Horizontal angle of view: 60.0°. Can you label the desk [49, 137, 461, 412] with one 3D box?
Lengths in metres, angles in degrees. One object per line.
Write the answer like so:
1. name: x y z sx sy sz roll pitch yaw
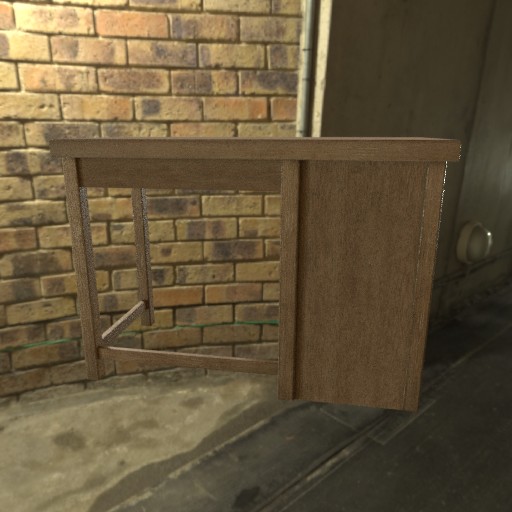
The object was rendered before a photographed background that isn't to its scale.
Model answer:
1. desk: 0.000 0.000 1.773 1.289 0.912 0.610 3 16 9
